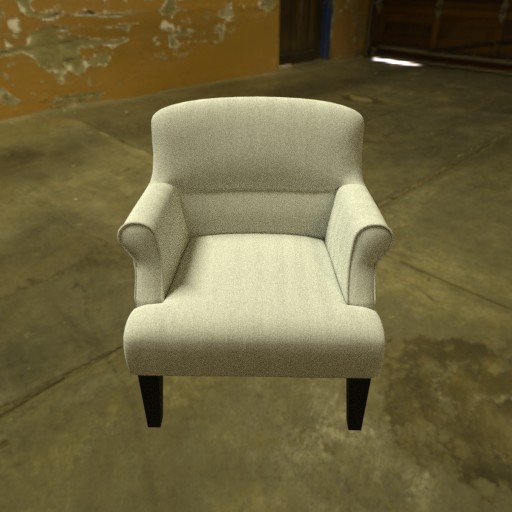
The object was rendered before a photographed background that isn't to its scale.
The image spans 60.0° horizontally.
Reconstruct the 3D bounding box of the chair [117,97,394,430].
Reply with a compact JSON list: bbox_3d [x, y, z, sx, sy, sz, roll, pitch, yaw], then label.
[{"bbox_3d":[0.000,0.000,1.472,0.781,0.875,0.750,1,31,1],"label":"chair"}]
